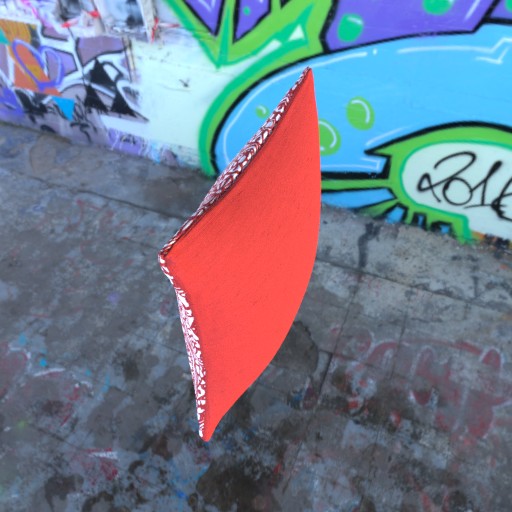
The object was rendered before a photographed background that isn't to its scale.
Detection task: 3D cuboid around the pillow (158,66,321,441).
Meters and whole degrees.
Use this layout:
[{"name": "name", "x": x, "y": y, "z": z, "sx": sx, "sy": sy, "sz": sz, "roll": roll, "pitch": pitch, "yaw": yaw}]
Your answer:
[{"name": "pillow", "x": 0.000, "y": 0.000, "z": 0.683, "sx": 0.162, "sy": 0.419, "sz": 0.438, "roll": 16, "pitch": 48, "yaw": 15}]
